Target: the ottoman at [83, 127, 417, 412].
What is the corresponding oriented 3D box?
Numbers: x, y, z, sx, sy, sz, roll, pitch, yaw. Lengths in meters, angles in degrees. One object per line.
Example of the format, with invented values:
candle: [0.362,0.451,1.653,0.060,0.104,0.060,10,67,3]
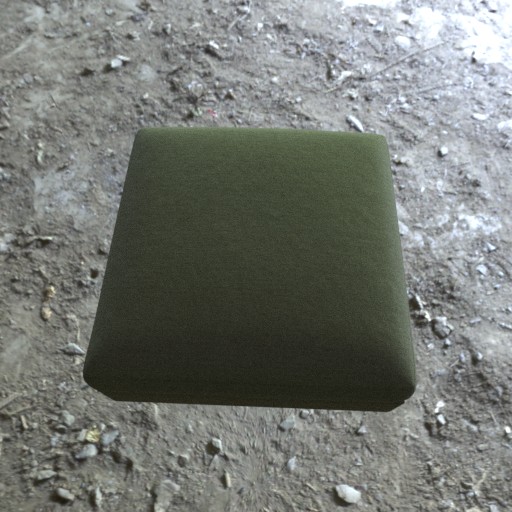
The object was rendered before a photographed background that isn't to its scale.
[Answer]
ottoman: [0.000,0.000,1.661,1.041,0.470,1.041,2,62,1]
